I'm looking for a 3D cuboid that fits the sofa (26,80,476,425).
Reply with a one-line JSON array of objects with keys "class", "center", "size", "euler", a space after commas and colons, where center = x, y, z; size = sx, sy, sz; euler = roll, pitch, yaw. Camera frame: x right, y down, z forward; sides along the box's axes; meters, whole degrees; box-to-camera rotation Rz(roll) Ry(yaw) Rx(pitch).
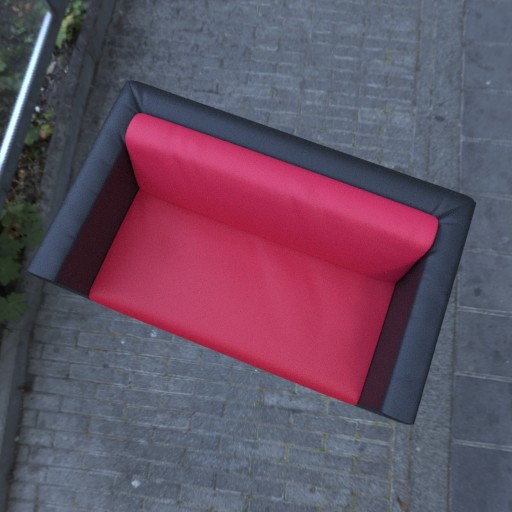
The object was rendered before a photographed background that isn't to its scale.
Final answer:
[{"class": "sofa", "center": [0.000, 0.000, 1.860], "size": [1.410, 0.735, 0.845], "euler": [21, 76, 5]}]
